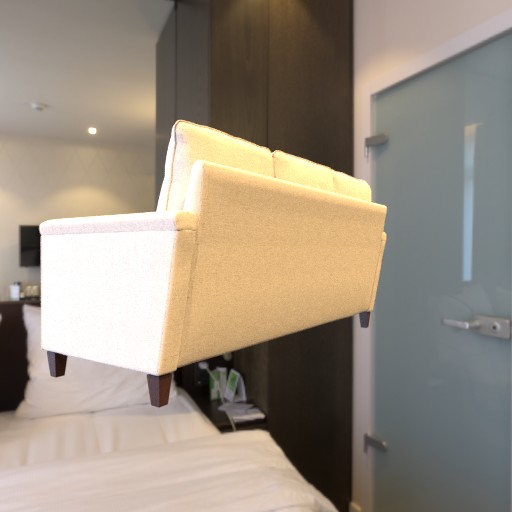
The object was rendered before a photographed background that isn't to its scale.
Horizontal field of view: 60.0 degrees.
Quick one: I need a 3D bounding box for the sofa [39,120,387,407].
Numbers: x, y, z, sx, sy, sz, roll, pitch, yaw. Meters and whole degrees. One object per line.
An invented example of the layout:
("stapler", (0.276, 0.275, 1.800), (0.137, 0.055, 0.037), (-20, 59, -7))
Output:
("sofa", (0.000, 0.000, 2.335), (0.828, 0.961, 1.925), (0, 1, 35))
